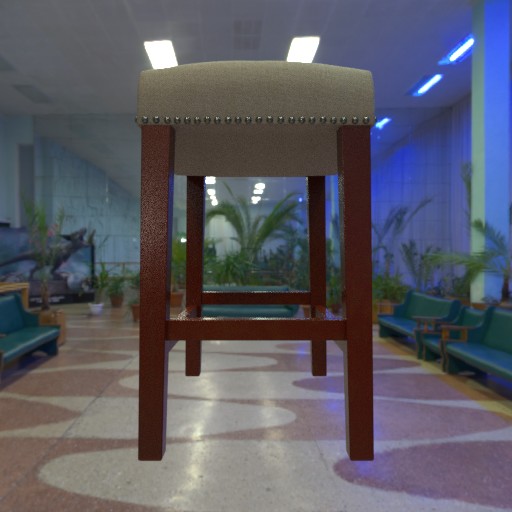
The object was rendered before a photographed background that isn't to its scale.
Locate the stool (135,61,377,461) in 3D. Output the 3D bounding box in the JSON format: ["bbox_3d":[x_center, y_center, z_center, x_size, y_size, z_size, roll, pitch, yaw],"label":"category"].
[{"bbox_3d":[0.000,0.000,0.932,0.375,0.632,0.509,0,1,0],"label":"stool"}]
